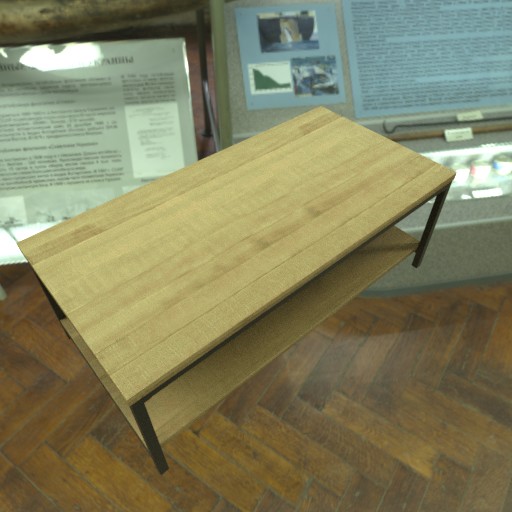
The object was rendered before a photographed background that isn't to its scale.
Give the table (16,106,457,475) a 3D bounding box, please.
[{"bbox_3d":[0.000,0.000,1.347,1.100,0.399,0.551,-32,53,-27],"label":"table"}]
